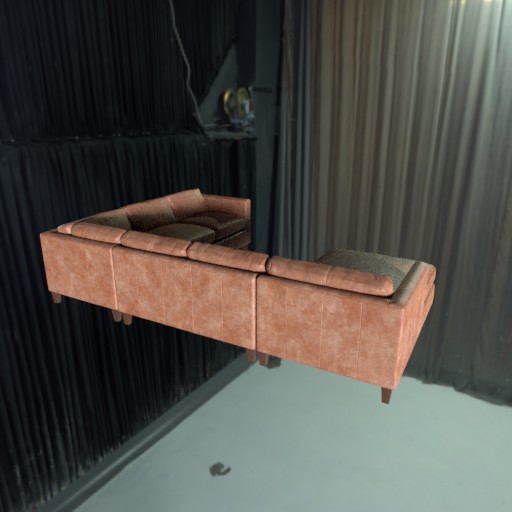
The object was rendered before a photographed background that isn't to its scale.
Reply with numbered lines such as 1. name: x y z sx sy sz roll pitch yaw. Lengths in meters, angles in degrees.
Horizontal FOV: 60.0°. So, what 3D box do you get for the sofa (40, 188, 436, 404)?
1. sofa: 0.000 0.000 4.545 3.401 0.832 2.430 10 21 27
